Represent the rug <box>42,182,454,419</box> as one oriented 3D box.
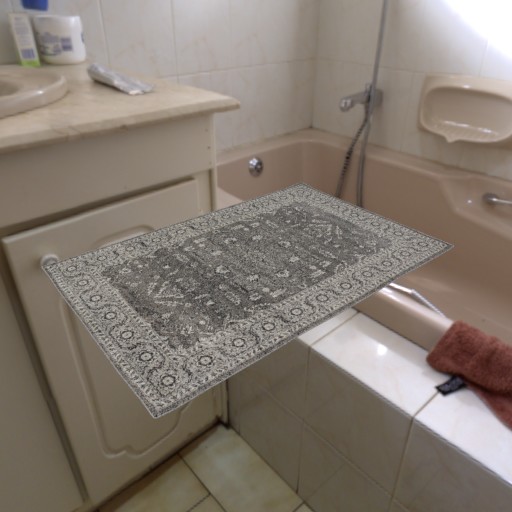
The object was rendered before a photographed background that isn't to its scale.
[{"bbox_3d":[0.000,0.000,2.329,1.828,0.019,1.209,-22,37,-33],"label":"rug"}]
